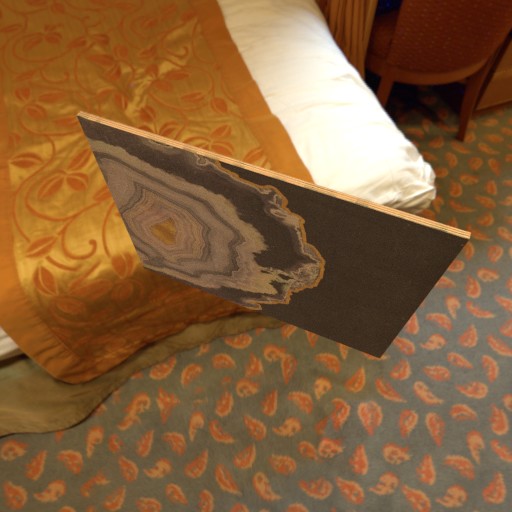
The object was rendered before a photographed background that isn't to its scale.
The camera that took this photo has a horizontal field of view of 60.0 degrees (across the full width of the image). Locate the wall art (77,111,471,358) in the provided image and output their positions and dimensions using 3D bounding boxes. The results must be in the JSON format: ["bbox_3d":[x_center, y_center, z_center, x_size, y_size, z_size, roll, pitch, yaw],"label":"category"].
[{"bbox_3d":[0.000,0.000,0.710,0.508,0.408,0.010,20,61,11],"label":"wall art"}]
